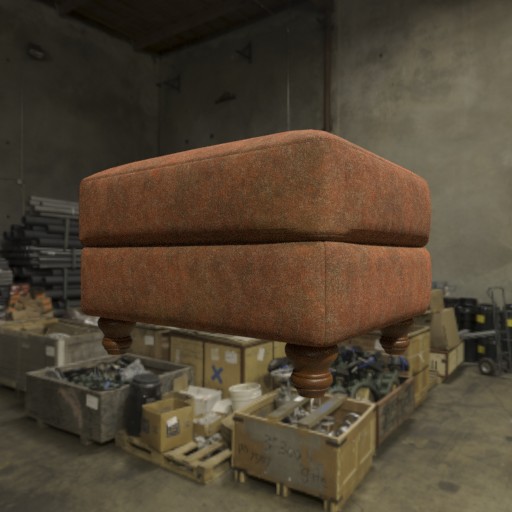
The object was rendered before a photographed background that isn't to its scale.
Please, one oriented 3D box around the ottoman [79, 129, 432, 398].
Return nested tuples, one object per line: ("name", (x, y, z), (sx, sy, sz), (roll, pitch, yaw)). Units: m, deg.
("ottoman", (0.000, 0.000, 1.160), (0.787, 0.508, 0.635), (0, 0, 37))
